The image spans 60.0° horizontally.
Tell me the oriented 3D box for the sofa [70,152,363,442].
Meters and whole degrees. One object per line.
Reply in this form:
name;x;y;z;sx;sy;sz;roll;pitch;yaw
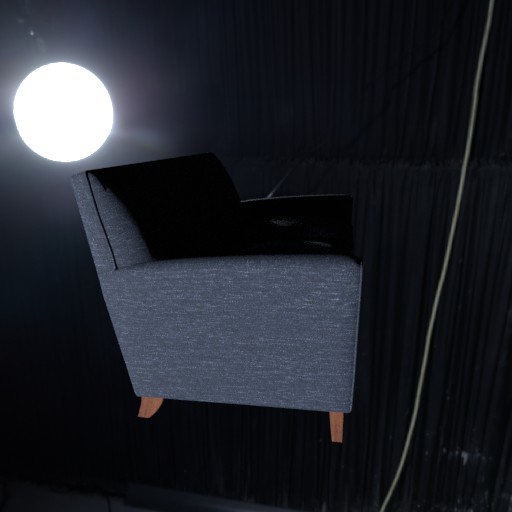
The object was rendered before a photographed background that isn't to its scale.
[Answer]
sofa;0.000;0.000;1.982;0.875;0.846;1.420;3;16;10
